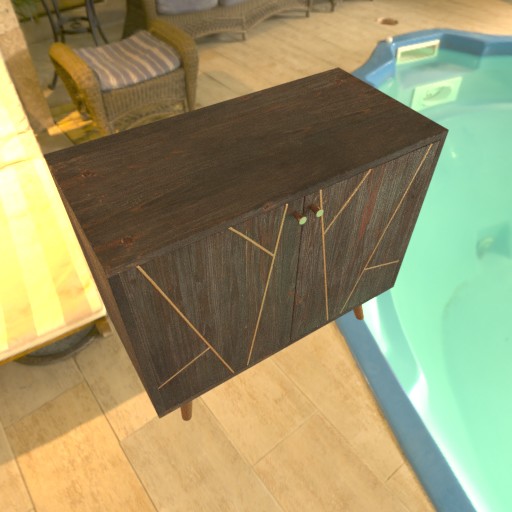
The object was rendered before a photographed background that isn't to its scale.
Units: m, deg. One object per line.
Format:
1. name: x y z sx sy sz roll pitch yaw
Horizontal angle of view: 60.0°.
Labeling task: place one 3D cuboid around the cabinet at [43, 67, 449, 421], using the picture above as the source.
1. cabinet: 0.000 0.000 1.550 1.023 0.897 0.529 -25 51 -22
